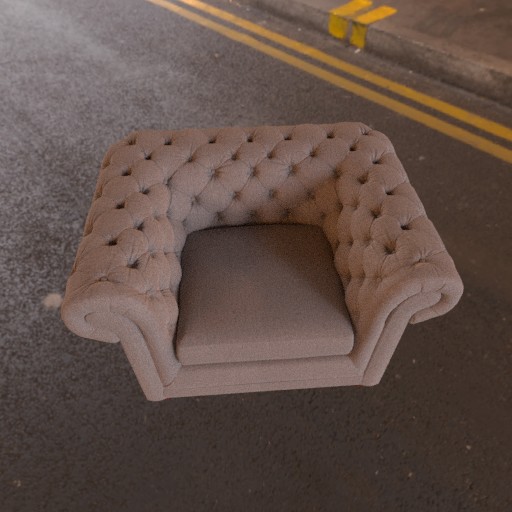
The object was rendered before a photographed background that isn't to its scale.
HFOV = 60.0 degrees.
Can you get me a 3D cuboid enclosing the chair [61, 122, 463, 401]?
[{"bbox_3d":[0.000,0.000,1.881,1.270,0.770,0.976,-3,47,-3],"label":"chair"}]
